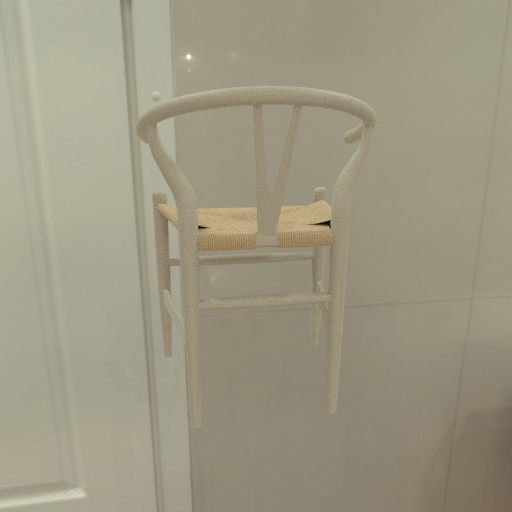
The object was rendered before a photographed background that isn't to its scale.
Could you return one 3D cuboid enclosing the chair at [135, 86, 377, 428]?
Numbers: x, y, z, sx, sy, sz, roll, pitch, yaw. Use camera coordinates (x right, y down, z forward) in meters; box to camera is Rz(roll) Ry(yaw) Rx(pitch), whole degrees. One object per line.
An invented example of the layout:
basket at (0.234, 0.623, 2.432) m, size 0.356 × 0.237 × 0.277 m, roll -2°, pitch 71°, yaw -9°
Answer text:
chair at (0.000, 0.000, 1.093) m, size 0.533 × 0.736 × 0.500 m, roll -3°, pitch 15°, yaw -9°
